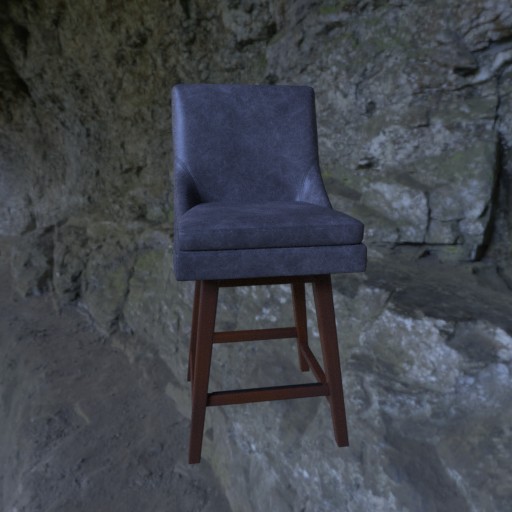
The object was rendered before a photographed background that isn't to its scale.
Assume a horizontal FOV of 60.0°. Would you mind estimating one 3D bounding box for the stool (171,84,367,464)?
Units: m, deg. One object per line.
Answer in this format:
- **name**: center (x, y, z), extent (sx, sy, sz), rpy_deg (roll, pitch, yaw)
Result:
- **stool**: center (0.000, 0.000, 1.377), extent (0.492, 1.046, 0.587), rpy_deg (-2, 16, -9)
